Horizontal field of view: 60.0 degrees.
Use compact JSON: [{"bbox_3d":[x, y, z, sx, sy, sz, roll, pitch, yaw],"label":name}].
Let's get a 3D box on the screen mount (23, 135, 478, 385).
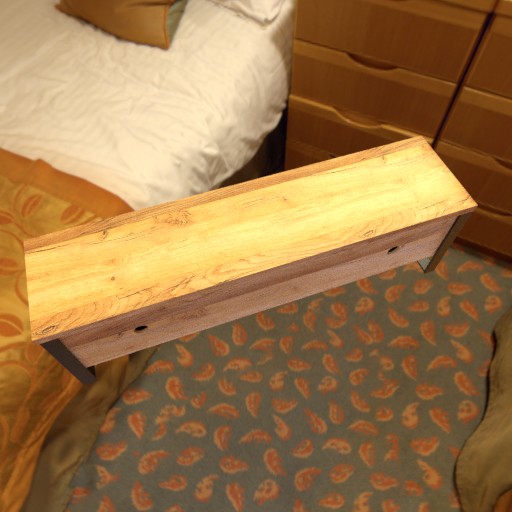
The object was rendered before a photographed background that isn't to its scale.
[{"bbox_3d":[0.000,0.000,1.718,1.524,0.450,0.395,-17,59,-10],"label":"screen mount"}]
